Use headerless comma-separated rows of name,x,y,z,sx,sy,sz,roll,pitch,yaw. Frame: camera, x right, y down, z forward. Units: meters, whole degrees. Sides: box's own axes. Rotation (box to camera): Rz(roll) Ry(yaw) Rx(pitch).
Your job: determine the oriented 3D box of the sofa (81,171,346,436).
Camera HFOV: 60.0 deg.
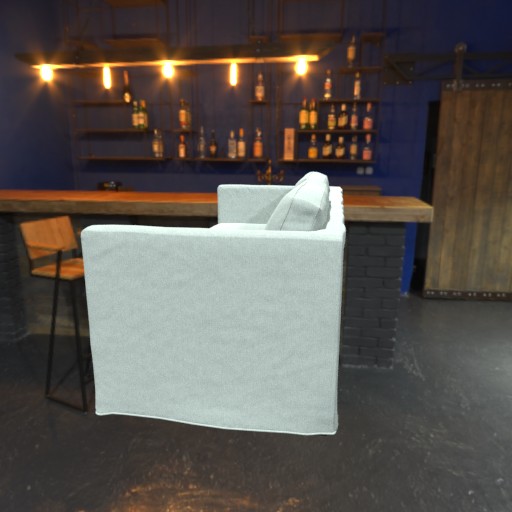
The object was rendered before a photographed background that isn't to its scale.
sofa,0.000,0.000,2.475,0.940,0.870,1.987,2,14,10
